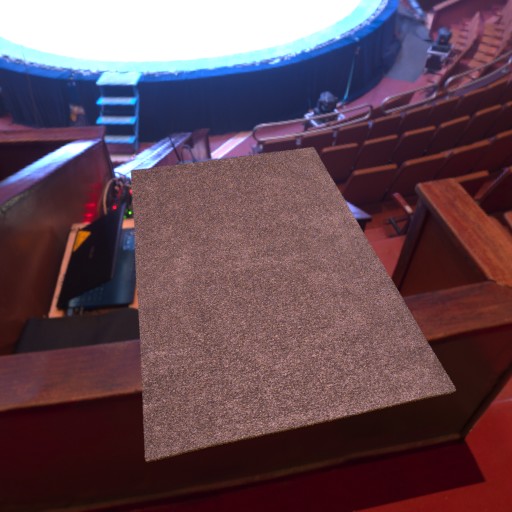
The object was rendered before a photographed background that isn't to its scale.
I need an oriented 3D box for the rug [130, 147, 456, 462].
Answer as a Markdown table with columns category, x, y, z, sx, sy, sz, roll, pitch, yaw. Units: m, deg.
| category | x | y | z | sx | sy | sz | roll | pitch | yaw |
| --- | --- | --- | --- | --- | --- | --- | --- | --- | --- |
| rug | 0.000 | 0.000 | 3.383 | 1.802 | 0.026 | 2.699 | -9 | 46 | -9 |
